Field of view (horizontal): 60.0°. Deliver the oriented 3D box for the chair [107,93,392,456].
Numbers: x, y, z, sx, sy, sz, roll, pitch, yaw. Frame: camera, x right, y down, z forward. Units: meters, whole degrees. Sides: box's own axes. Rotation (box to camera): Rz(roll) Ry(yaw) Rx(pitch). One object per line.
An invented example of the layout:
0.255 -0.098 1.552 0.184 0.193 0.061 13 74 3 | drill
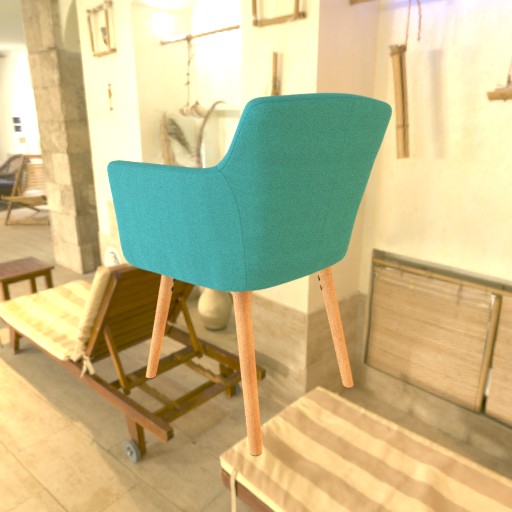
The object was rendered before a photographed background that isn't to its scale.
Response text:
0.000 0.000 1.155 0.570 0.780 0.540 -16 24 -42 | chair
